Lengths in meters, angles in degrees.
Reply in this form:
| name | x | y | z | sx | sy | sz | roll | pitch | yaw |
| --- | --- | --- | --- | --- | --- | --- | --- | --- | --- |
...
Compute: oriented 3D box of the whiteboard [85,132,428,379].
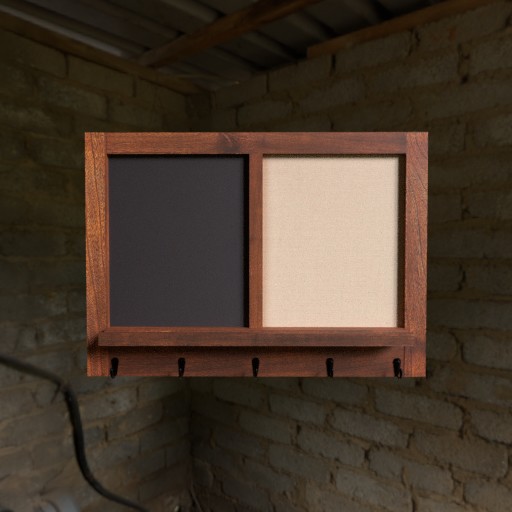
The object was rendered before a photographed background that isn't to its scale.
| name | x | y | z | sx | sy | sz | roll | pitch | yaw |
| --- | --- | --- | --- | --- | --- | --- | --- | --- | --- |
| whiteboard | 0.000 | 0.000 | 0.982 | 0.768 | 0.553 | 0.083 | 0 | 2 | 0 |
